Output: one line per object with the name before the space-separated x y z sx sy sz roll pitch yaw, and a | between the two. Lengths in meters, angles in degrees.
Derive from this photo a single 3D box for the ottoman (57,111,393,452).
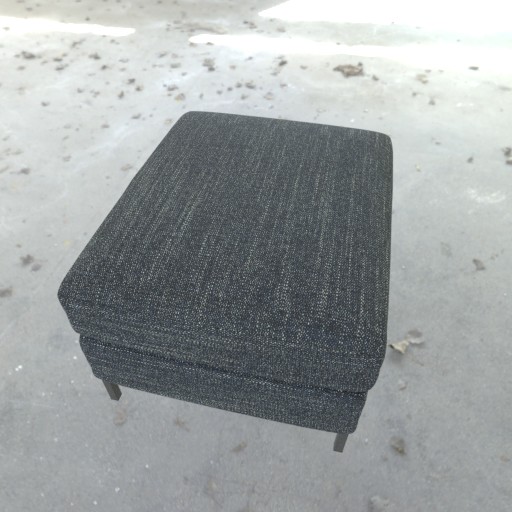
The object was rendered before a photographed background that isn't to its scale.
ottoman | 0.000 0.000 1.231 0.667 0.491 0.814 9 46 9
